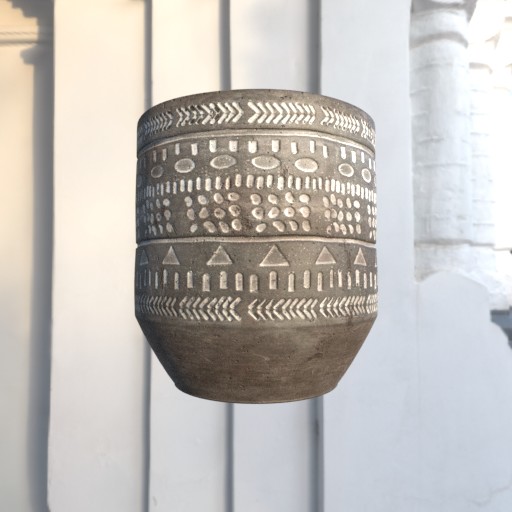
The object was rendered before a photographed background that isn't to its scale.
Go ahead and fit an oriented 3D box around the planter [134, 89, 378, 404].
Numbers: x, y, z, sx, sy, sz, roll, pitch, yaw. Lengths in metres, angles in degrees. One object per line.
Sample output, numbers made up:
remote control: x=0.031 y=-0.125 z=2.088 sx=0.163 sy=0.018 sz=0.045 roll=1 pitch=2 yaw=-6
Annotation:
planter: x=0.000 y=0.000 z=0.230 sx=0.122 sy=0.128 sz=0.122 roll=0 pitch=-2 yaw=0
